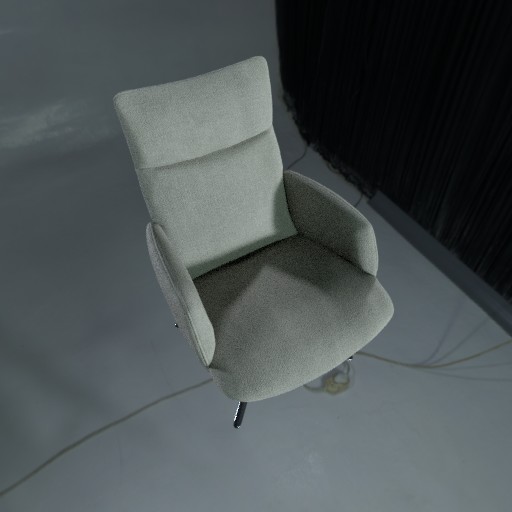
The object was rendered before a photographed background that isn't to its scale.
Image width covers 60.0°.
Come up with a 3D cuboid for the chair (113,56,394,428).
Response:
[{"bbox_3d":[0.000,0.000,1.562,0.711,1.016,0.889,-24,52,-21],"label":"chair"}]
